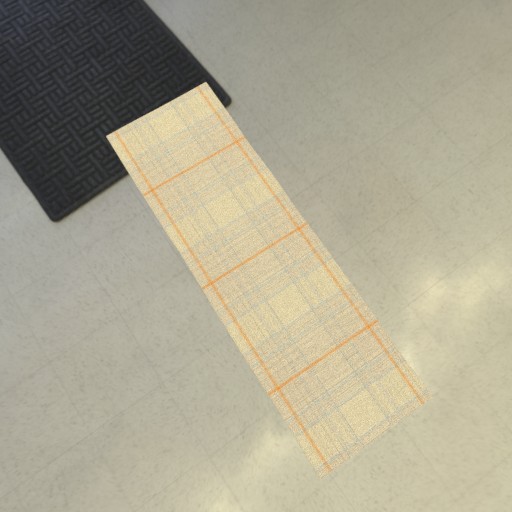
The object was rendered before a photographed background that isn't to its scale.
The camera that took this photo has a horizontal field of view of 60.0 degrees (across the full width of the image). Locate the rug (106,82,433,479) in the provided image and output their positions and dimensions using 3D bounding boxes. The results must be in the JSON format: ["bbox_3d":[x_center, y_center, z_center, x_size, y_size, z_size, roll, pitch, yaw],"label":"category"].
[{"bbox_3d":[0.000,0.000,2.689,0.770,0.016,2.442,-32,77,-8],"label":"rug"}]
